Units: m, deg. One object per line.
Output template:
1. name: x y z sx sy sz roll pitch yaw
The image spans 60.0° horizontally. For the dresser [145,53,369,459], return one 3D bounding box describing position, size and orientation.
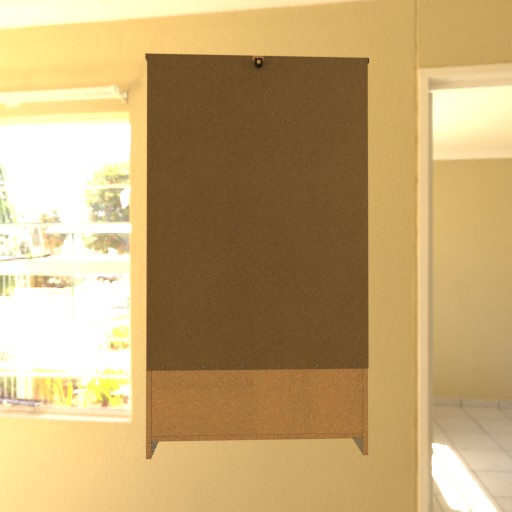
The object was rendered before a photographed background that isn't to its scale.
1. dresser: 0.000 0.000 1.565 0.704 1.254 0.418 0 -1 -2
